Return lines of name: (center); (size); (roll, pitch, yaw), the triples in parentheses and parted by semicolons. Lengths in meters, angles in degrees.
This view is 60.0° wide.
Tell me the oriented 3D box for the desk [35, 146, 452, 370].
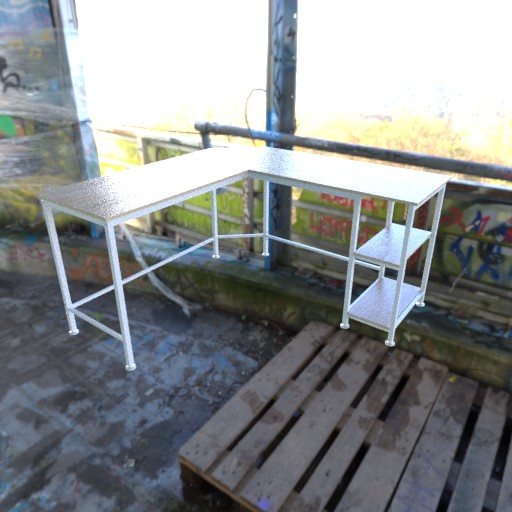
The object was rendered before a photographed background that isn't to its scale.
desk: (0.000, 0.000, 2.222); (1.379, 0.739, 1.379); (18, 31, 33)
